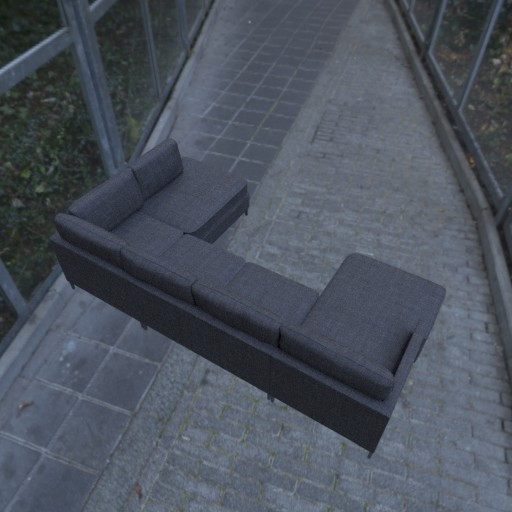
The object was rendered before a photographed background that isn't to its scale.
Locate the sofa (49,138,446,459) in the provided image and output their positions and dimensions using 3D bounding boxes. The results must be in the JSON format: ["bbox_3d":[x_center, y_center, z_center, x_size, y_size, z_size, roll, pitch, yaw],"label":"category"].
[{"bbox_3d":[0.000,0.000,4.324,3.423,0.999,2.048,23,49,22],"label":"sofa"}]
